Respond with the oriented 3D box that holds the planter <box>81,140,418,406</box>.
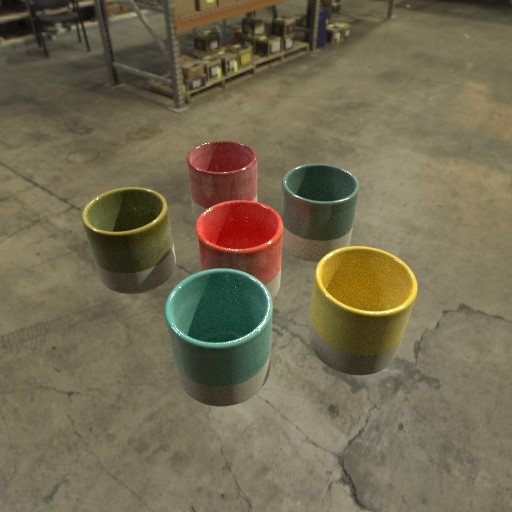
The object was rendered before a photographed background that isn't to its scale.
[{"bbox_3d":[0.000,0.000,0.404,0.286,0.075,0.257,26,47,27],"label":"planter"}]
